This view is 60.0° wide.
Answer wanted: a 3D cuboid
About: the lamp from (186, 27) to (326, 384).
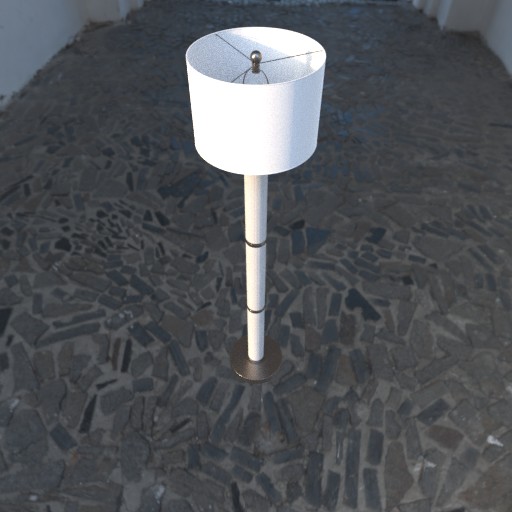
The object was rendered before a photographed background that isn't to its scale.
[{"bbox_3d":[0.000,0.000,1.766,0.377,1.599,0.377,16,49,14],"label":"lamp"}]
